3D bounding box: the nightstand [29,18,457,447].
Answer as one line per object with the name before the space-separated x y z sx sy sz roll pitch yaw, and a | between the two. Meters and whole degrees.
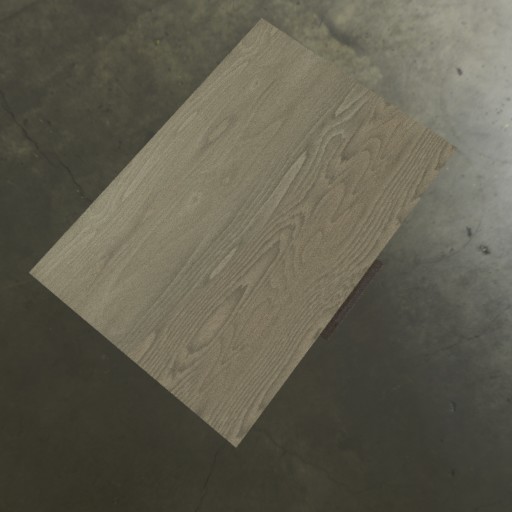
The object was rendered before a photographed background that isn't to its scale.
nightstand | 0.000 0.000 0.757 0.325 0.461 0.442 37 80 8
